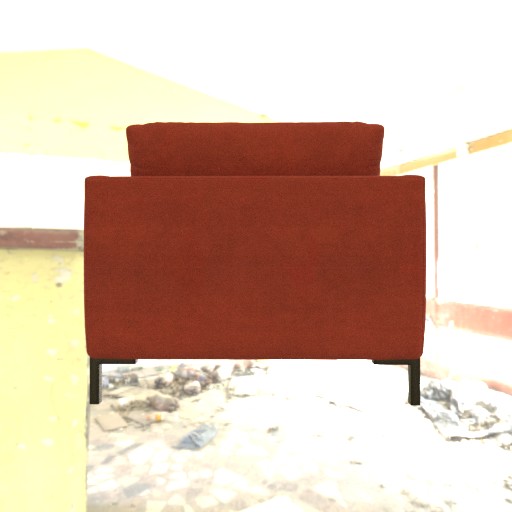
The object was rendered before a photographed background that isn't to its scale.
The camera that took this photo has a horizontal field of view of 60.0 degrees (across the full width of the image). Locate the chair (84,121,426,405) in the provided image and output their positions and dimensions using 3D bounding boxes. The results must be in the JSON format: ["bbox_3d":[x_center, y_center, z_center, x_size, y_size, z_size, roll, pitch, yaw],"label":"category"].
[{"bbox_3d":[0.000,0.000,1.629,0.964,0.812,0.875,0,0,1],"label":"chair"}]
